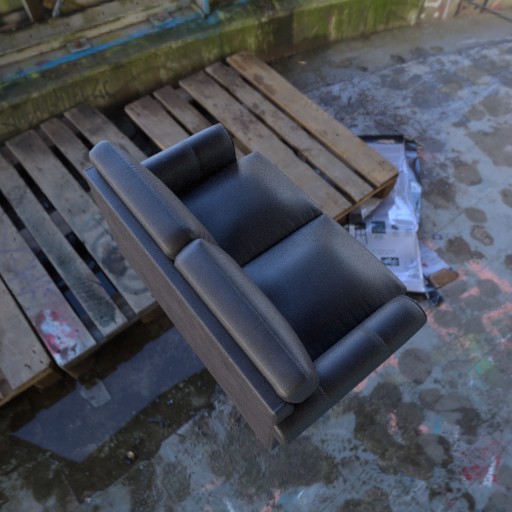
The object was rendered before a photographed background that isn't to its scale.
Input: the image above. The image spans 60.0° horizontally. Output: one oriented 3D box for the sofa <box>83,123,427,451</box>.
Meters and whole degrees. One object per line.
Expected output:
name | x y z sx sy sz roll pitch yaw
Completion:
sofa | 0.000 0.000 2.360 1.030 0.979 1.663 -34 64 -19
